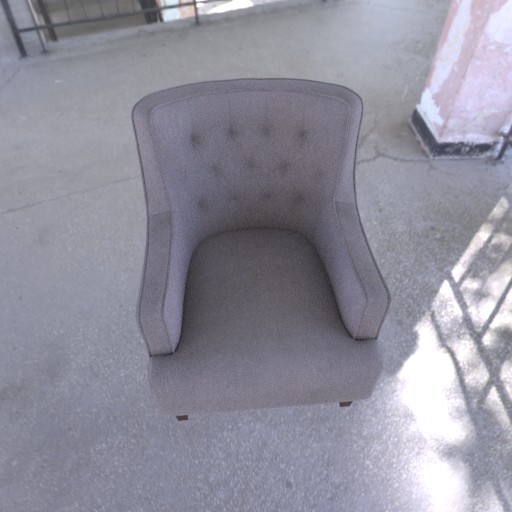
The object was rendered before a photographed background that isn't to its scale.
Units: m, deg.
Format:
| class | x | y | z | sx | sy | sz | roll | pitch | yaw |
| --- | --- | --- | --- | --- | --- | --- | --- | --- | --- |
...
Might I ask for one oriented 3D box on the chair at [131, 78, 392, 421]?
| class | x | y | z | sx | sy | sz | roll | pitch | yaw |
| --- | --- | --- | --- | --- | --- | --- | --- | --- | --- |
| chair | 0.000 | 0.000 | 1.602 | 0.781 | 0.919 | 0.910 | -4 | 49 | -3 |
